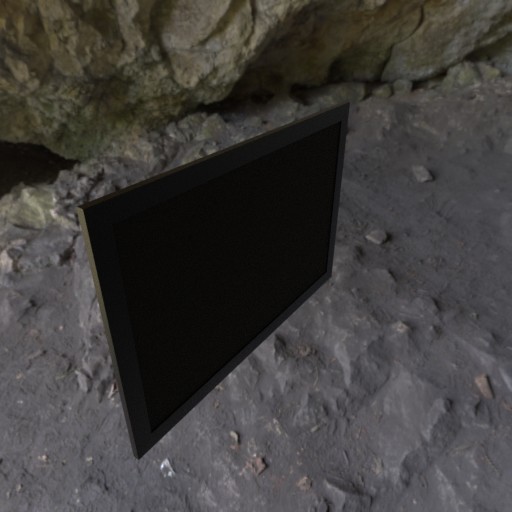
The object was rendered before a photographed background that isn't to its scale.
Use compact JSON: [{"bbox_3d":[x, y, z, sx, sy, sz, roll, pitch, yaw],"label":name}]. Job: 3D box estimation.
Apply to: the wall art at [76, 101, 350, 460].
[{"bbox_3d":[0.000,0.000,0.833,0.013,0.447,0.660,21,37,30],"label":"wall art"}]
